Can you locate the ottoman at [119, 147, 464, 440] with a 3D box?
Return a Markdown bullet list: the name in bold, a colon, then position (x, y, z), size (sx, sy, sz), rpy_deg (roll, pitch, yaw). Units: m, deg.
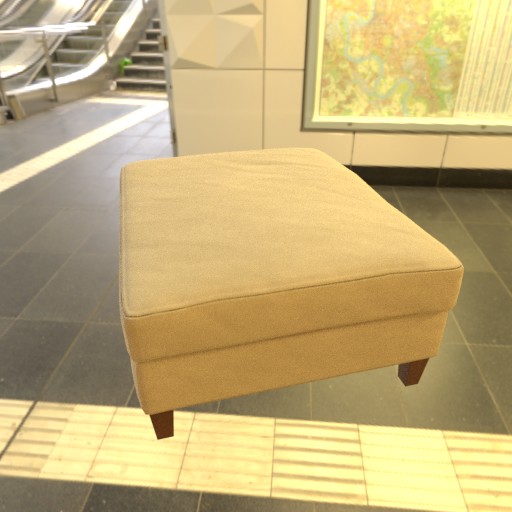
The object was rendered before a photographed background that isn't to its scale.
- **ottoman**: position (0.000, 0.000, 1.489), size (0.836, 0.492, 1.002), rpy_deg (-8, 31, -13)
